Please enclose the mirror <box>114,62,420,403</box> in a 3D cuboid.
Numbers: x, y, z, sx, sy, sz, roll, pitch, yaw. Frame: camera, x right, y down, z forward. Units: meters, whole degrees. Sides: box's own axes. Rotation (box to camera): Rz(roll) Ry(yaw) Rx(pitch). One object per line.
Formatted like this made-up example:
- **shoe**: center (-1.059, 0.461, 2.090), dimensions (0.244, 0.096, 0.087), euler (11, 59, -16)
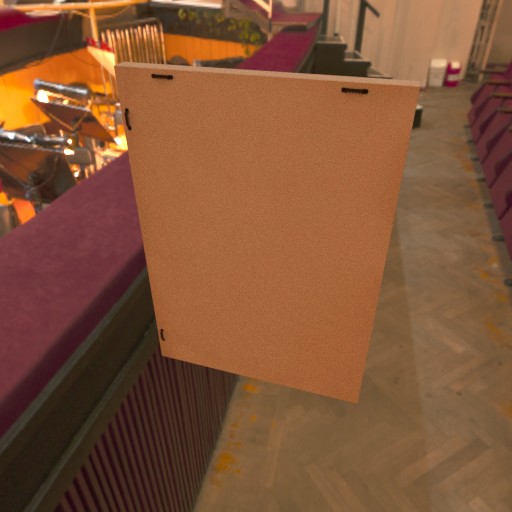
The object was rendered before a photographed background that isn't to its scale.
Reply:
- **mirror**: center (0.000, 0.000, 0.913), dimensions (0.507, 0.710, 0.040), euler (10, 35, 14)
